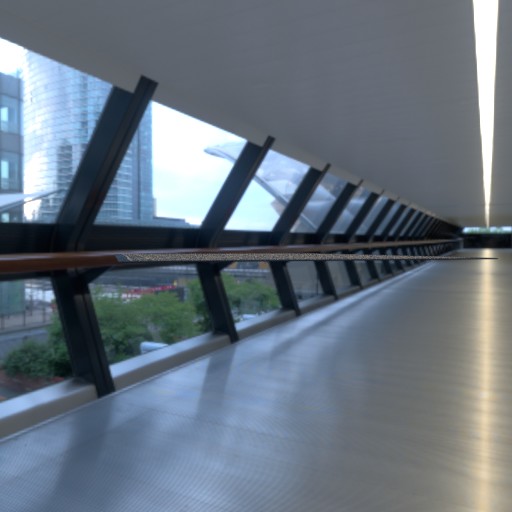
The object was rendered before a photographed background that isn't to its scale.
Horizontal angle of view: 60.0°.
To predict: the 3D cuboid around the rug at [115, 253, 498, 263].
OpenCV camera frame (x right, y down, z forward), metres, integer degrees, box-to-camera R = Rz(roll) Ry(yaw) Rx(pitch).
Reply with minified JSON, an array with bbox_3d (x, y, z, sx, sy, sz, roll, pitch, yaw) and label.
[{"bbox_3d":[0.000,0.000,4.039,2.438,0.010,3.048,0,1,-18],"label":"rug"}]
